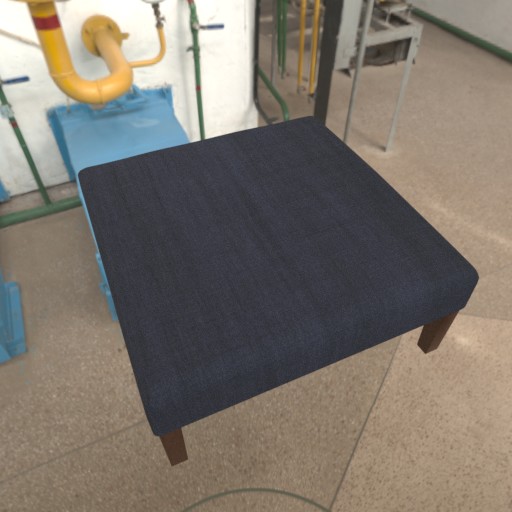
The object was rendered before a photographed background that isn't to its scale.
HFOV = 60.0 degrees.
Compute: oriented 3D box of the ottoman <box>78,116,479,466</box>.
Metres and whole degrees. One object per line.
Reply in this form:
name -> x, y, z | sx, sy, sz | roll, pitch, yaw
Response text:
ottoman -> 0.000, 0.000, 1.403 | 0.889, 0.411, 0.890 | -18, 49, -16
